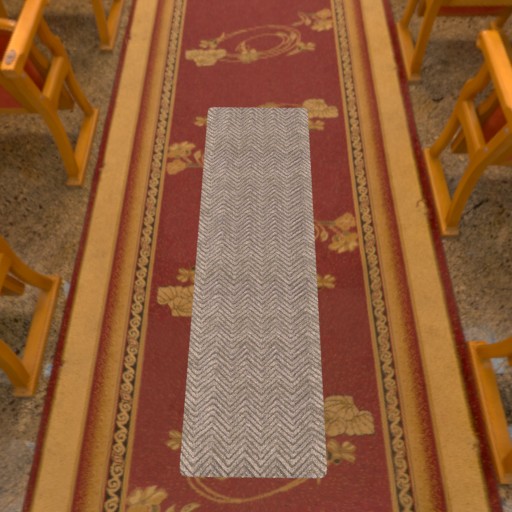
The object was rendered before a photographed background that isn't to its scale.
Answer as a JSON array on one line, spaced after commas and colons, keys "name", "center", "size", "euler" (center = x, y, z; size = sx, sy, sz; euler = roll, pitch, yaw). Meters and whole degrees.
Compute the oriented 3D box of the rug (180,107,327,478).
[{"name": "rug", "center": [0.000, 0.000, 2.559], "size": [0.686, 0.008, 2.286], "euler": [1, 64, 0]}]
